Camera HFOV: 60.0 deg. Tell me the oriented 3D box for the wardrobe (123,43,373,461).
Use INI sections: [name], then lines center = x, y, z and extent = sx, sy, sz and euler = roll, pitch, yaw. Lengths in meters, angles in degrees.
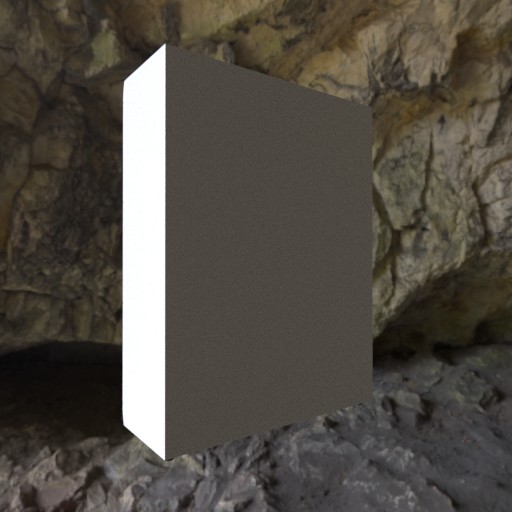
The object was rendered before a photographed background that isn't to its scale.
[wardrobe]
center = 0.000, 0.000, 1.663
extent = 0.900, 1.200, 0.360
euler = 0, 0, -36
